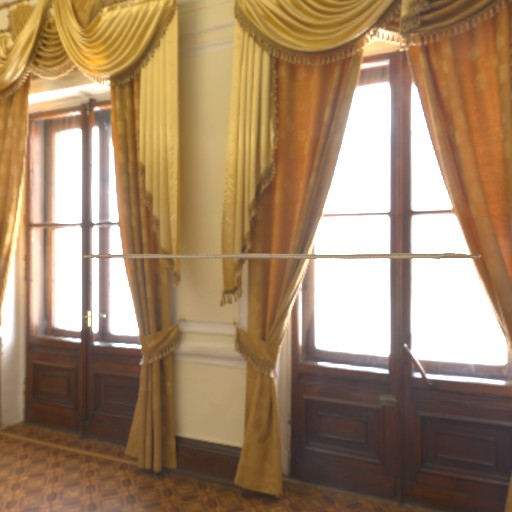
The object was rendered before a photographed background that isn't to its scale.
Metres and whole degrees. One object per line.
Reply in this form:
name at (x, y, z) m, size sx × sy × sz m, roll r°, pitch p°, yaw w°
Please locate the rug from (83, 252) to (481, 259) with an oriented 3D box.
rug at (0.000, 0.000, 2.725) m, size 2.381 × 0.036 × 0.831 m, roll 0°, pitch 0°, yaw 36°
